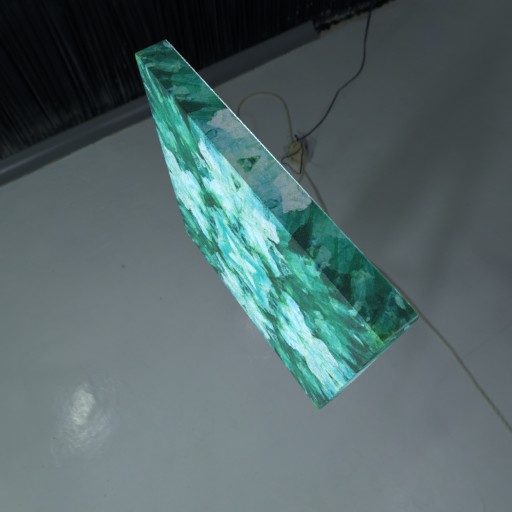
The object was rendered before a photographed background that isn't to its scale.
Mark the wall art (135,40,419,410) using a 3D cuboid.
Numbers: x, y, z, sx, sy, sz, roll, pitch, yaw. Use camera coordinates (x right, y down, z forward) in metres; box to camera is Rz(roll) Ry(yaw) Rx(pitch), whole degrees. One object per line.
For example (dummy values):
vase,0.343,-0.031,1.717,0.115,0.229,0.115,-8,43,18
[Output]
wall art,0.000,0.000,0.469,0.033,0.313,0.313,-33,68,-15
